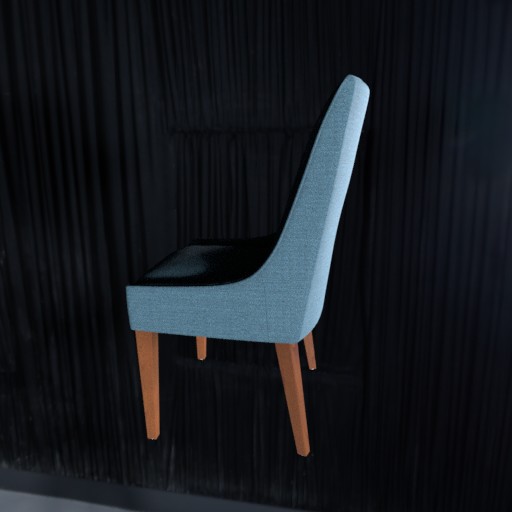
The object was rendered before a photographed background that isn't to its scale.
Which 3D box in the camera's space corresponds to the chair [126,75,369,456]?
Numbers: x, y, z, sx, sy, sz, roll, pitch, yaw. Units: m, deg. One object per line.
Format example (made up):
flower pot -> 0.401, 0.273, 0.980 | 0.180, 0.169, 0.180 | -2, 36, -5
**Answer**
chair -> 0.000, 0.000, 1.196 | 0.544, 0.861, 0.529 | 2, 14, 9
